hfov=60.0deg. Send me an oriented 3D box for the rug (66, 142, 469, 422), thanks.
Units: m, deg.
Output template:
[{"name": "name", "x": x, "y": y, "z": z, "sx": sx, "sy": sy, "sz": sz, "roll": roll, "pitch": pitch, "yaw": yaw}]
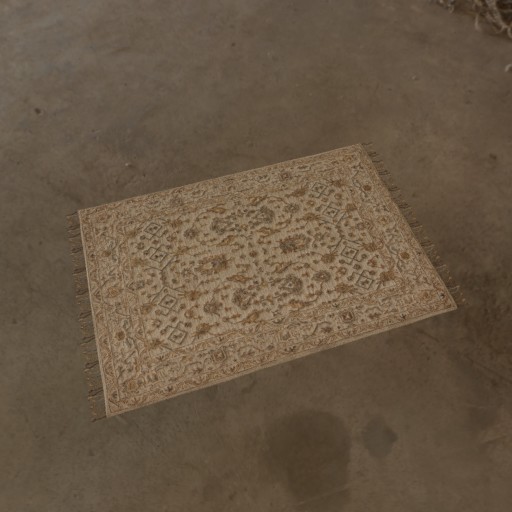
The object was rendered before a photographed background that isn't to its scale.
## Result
[{"name": "rug", "x": 0.000, "y": 0.000, "z": 3.044, "sx": 2.434, "sy": 0.027, "sz": 1.529, "roll": -15, "pitch": 60, "yaw": -9}]
